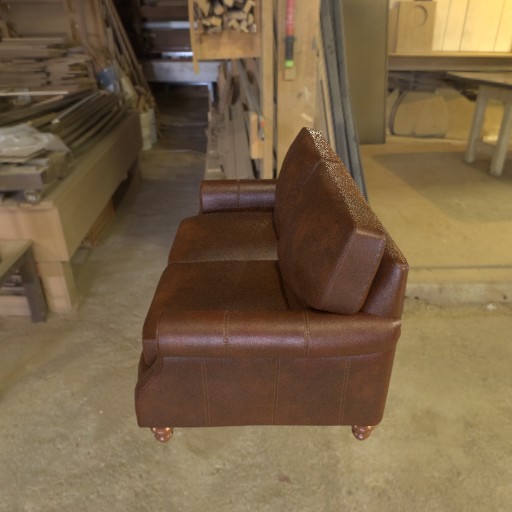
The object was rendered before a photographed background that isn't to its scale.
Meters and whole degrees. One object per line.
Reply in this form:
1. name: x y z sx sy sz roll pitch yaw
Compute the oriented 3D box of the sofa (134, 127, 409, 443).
1. sofa: 0.000 0.000 2.185 0.990 0.976 1.616 0 28 0
